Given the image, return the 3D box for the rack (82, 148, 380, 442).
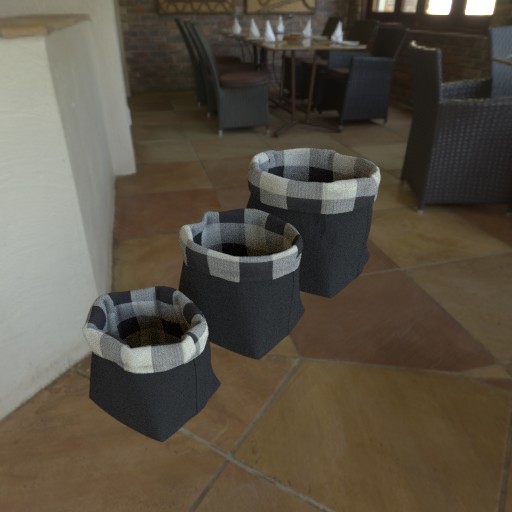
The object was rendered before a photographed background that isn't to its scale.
[{"bbox_3d":[0.000,0.000,1.080,0.370,0.329,0.889,18,34,29],"label":"rack"}]
